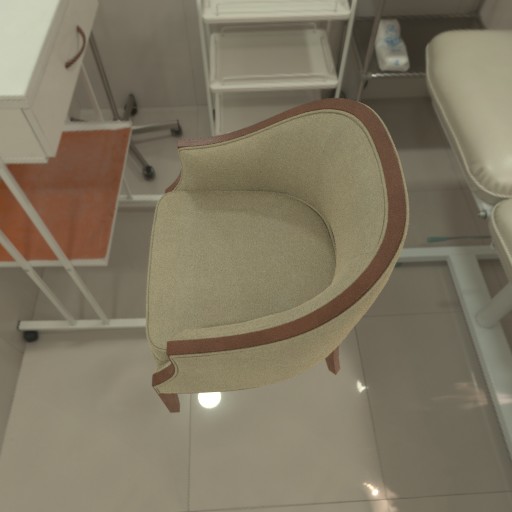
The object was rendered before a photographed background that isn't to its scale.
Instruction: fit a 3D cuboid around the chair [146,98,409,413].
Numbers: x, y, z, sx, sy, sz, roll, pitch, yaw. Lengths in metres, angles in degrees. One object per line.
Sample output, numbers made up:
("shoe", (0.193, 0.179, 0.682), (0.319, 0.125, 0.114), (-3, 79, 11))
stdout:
("chair", (0.000, 0.000, 1.471), (0.735, 0.876, 0.803), (-3, 58, -2))
